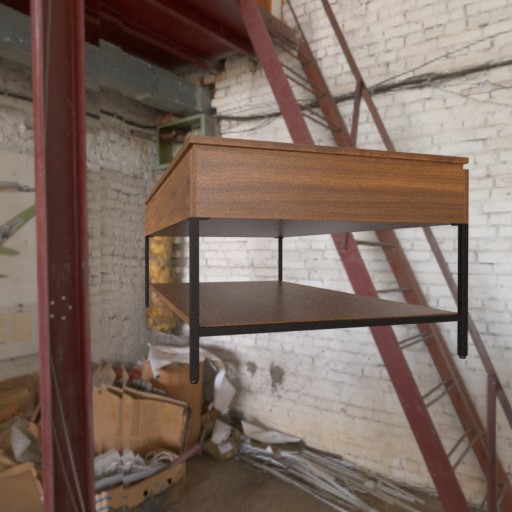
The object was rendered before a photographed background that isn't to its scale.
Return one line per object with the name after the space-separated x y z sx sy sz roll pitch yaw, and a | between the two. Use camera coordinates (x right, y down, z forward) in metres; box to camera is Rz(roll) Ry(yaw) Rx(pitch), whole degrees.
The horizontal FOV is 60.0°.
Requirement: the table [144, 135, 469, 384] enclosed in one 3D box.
0.000 0.000 1.324 0.574 0.414 1.057 0 1 -18 | table
